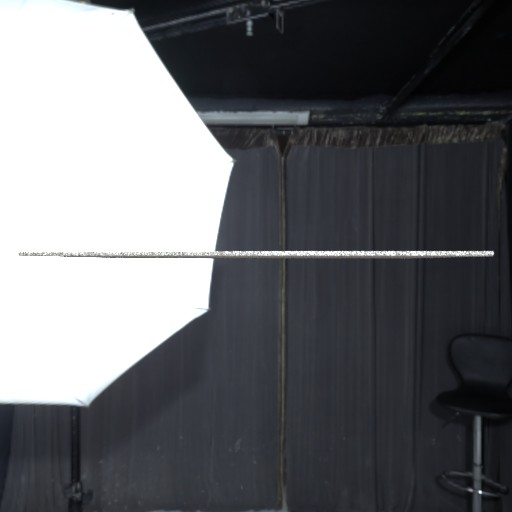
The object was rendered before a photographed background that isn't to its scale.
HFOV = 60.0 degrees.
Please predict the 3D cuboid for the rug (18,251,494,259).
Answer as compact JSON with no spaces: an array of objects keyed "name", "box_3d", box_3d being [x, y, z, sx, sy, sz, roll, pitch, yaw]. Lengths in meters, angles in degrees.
[{"name":"rug","box_3d":[0.000,0.000,2.919,2.350,0.025,1.502,0,-1,1]}]
